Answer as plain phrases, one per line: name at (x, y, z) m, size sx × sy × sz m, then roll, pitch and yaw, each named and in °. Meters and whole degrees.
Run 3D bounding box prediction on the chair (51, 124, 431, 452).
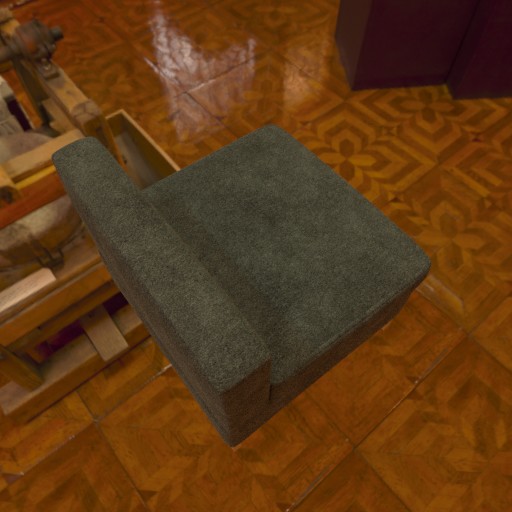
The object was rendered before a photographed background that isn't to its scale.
chair at (0.000, 0.000, 1.216) m, size 0.680 × 0.660 × 0.680 m, roll -33°, pitch 63°, yaw -19°
